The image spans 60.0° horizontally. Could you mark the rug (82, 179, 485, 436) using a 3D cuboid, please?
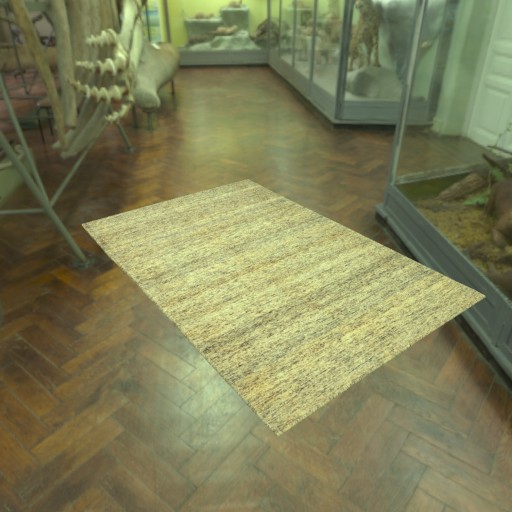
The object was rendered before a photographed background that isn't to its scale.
[{"bbox_3d":[0.000,0.000,2.337,1.243,0.014,1.846,-21,37,-31],"label":"rug"}]
